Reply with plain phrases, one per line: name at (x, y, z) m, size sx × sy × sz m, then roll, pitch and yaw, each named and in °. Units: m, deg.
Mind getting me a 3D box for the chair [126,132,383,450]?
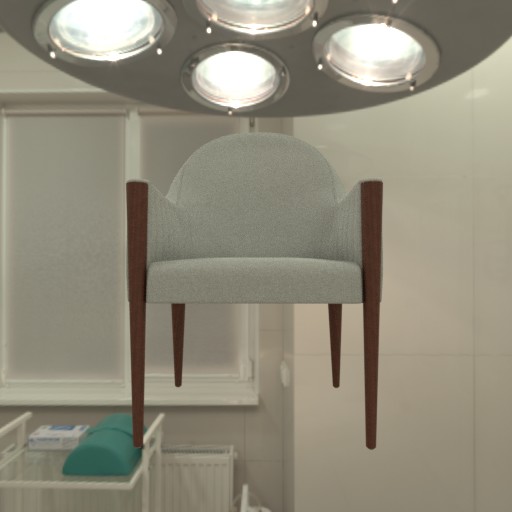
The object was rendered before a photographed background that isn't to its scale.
chair at (0.000, 0.000, 1.298) m, size 0.610 × 0.889 × 0.620 m, roll 0°, pitch 0°, yaw 1°
